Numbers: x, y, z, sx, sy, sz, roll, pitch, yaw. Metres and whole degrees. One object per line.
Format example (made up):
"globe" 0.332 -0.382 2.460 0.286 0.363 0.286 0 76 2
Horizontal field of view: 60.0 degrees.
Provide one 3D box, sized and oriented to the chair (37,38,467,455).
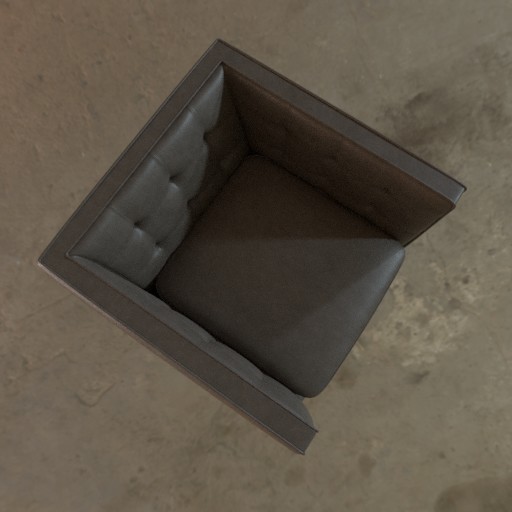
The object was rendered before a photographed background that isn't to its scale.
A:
"chair" 0.000 0.000 1.580 0.894 0.790 0.880 34 79 7
